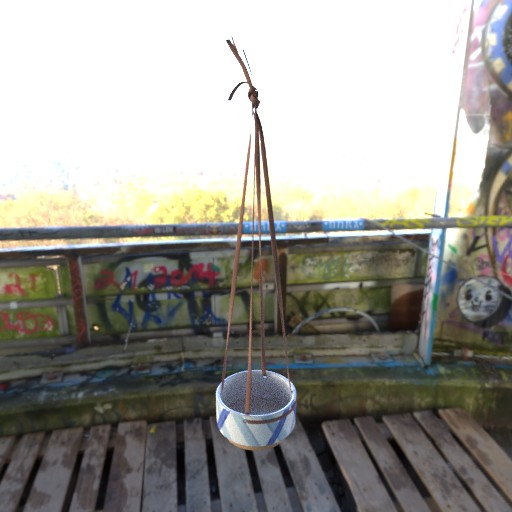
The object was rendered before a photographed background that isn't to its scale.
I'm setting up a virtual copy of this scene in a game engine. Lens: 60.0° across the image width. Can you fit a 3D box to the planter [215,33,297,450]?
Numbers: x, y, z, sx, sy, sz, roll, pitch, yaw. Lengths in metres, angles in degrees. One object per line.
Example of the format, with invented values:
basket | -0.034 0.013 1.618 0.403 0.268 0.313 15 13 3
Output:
planter | 0.000 0.000 0.814 0.166 0.751 0.166 -2 17 -8
